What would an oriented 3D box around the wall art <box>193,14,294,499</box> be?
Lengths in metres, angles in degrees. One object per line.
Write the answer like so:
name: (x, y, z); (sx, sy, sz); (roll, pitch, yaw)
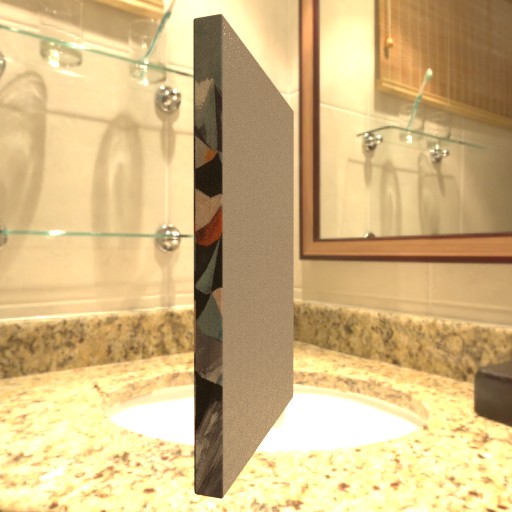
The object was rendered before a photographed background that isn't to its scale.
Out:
wall art: (0.000, 0.000, 1.127); (0.061, 0.911, 0.609); (0, 1, 17)
